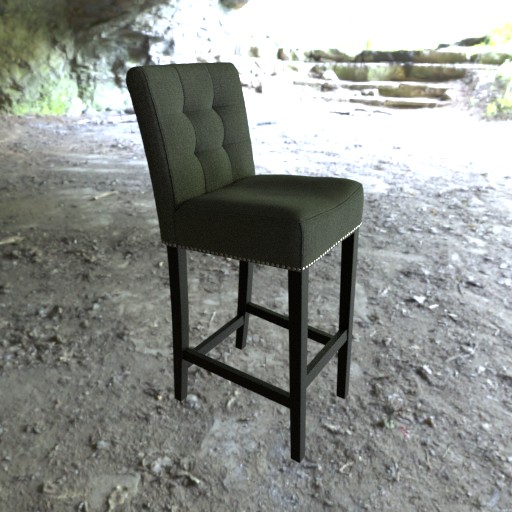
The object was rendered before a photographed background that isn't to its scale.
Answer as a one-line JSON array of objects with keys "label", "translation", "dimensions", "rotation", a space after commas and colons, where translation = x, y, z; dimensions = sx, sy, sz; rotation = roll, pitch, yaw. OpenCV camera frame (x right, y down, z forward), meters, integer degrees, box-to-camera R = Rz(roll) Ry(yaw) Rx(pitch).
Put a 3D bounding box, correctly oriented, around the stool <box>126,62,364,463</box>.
[{"label": "stool", "translation": [0.000, 0.000, 1.324], "dimensions": [0.548, 1.047, 0.411], "rotation": [16, 30, 31]}]
